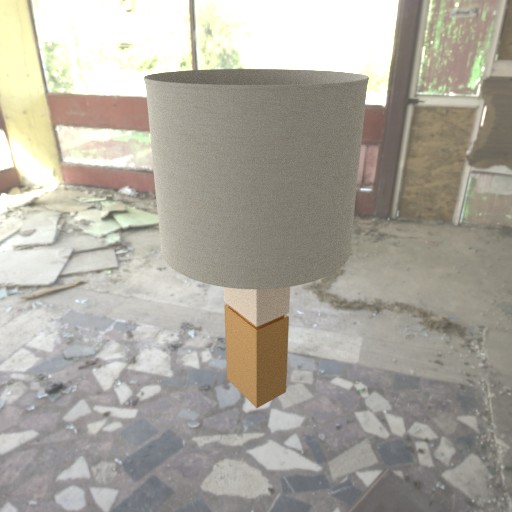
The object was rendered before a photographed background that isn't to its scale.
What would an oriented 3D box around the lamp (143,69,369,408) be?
[{"bbox_3d":[0.000,0.000,0.551,0.229,0.417,0.229,-18,31,-32],"label":"lamp"}]
